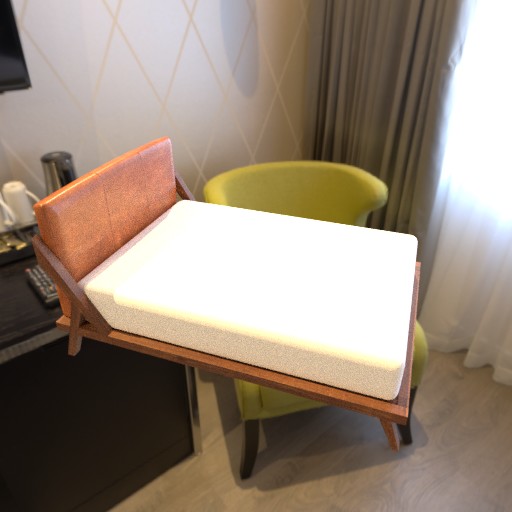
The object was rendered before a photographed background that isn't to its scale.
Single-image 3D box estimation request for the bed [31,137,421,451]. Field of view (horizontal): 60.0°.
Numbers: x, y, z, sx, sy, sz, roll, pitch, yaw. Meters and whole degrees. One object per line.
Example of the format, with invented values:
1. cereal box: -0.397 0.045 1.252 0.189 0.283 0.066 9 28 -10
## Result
1. bed: 0.000 0.000 3.201 2.311 1.168 1.651 11 33 17
